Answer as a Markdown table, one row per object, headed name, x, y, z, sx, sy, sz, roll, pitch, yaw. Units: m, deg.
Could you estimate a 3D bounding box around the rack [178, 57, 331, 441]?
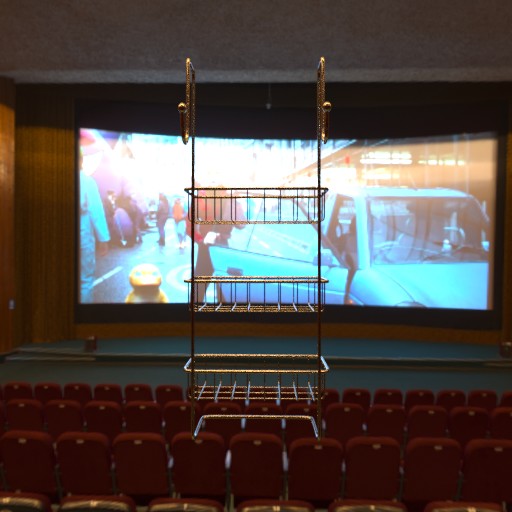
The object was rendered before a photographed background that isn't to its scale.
| name | x | y | z | sx | sy | sz | roll | pitch | yaw |
| --- | --- | --- | --- | --- | --- | --- | --- | --- | --- |
| rack | 0.000 | 0.000 | 0.687 | 0.228 | 0.574 | 0.202 | 0 | 0 | 1 |
